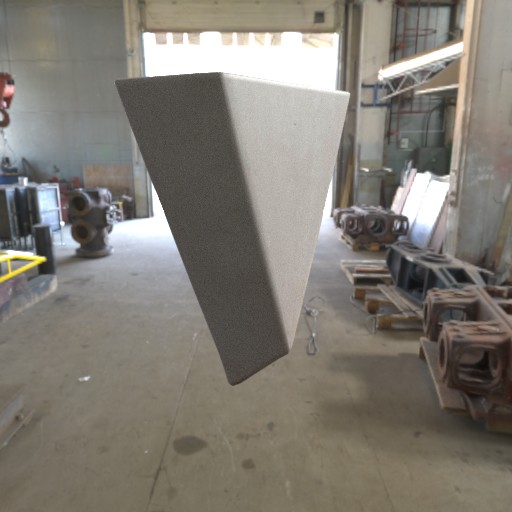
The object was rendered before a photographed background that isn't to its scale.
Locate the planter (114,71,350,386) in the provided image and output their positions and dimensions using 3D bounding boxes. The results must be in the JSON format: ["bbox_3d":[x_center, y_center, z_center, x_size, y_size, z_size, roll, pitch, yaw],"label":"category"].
[{"bbox_3d":[0.000,0.000,0.277,0.150,0.197,0.060,-13,18,-43],"label":"planter"}]
